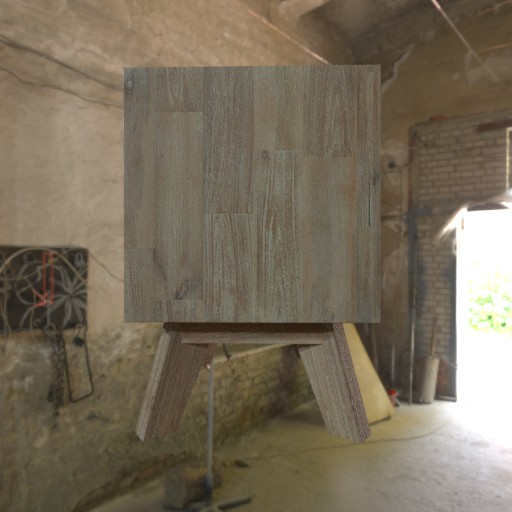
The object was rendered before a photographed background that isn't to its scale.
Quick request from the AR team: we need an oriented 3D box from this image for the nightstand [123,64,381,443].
[{"bbox_3d":[0.000,0.000,0.959,0.396,0.589,0.552,0,0,1],"label":"nightstand"}]
